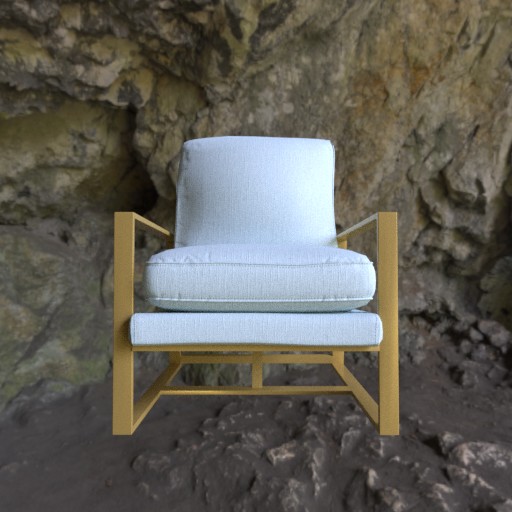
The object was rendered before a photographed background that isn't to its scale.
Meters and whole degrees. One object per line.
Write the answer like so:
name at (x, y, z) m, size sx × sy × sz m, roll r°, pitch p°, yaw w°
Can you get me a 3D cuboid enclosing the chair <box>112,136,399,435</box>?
chair at (0.000, 0.000, 1.541) m, size 0.758 × 0.956 × 0.813 m, roll 0°, pitch -1°, yaw 0°
